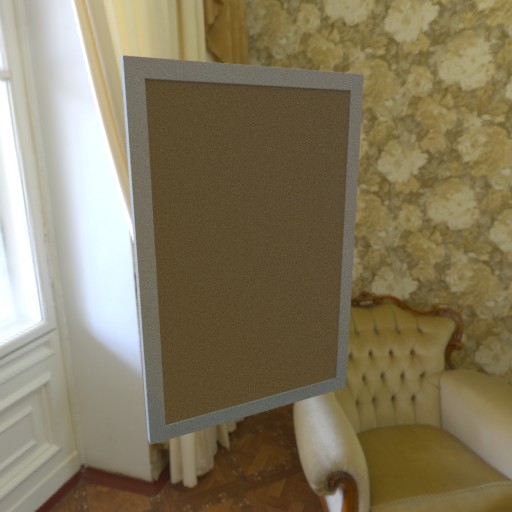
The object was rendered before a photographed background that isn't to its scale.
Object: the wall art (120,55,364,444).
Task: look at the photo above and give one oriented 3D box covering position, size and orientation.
[{"bbox_3d":[0.000,0.000,1.440,0.764,1.143,0.038,-7,16,-25],"label":"wall art"}]
